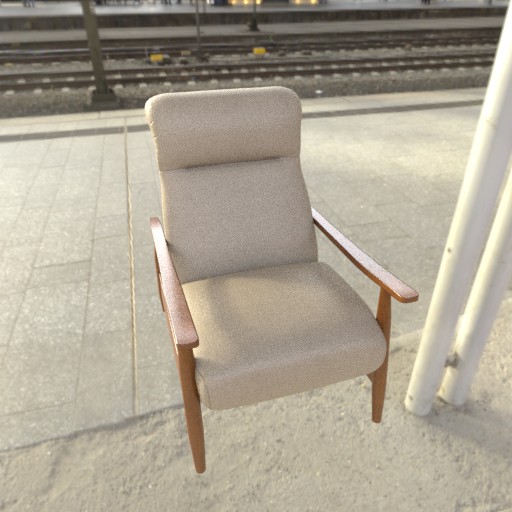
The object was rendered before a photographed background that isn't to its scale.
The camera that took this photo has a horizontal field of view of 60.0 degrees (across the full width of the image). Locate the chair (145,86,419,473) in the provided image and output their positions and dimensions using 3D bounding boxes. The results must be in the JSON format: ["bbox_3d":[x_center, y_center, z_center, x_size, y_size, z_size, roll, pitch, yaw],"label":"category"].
[{"bbox_3d":[0.000,0.000,1.751,0.762,1.082,1.032,-9,33,-15],"label":"chair"}]
